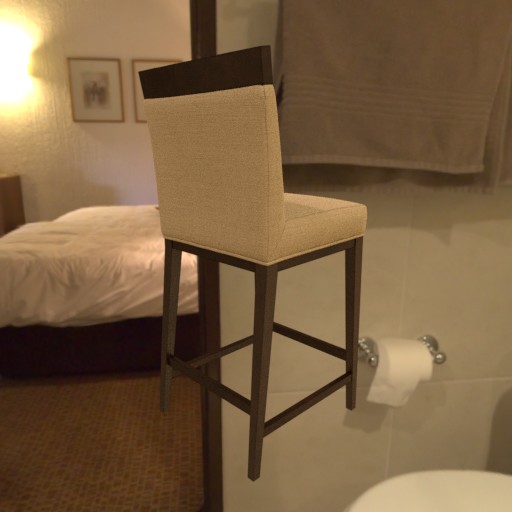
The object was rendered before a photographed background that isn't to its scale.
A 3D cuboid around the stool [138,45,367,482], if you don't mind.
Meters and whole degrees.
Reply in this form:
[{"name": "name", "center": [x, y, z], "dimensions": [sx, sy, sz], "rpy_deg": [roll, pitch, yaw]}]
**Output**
[{"name": "stool", "center": [0.000, 0.000, 1.419], "dimensions": [0.531, 1.117, 0.511], "rpy_deg": [-14, 20, -43]}]
